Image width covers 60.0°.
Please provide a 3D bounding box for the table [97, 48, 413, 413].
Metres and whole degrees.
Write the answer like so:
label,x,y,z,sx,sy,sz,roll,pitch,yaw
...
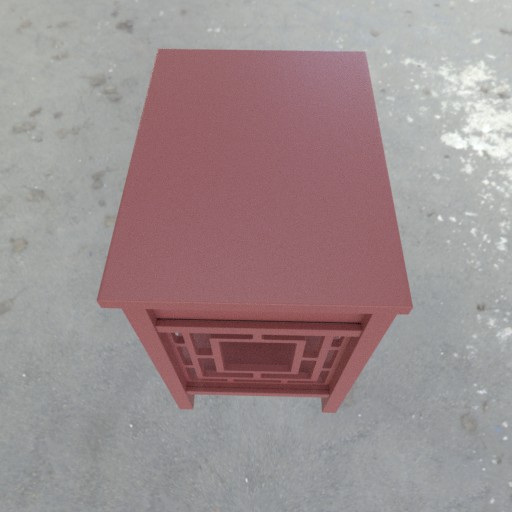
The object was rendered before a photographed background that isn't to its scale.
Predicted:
label,x,y,z,sx,sy,sz,roll,pitch,yaw
table,0.000,0.000,1.066,0.451,0.686,0.599,1,57,1
